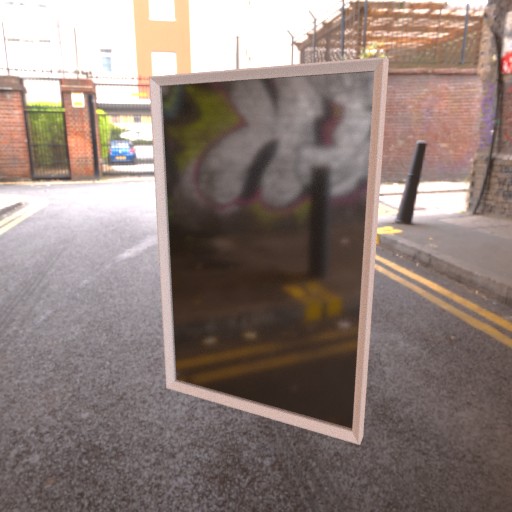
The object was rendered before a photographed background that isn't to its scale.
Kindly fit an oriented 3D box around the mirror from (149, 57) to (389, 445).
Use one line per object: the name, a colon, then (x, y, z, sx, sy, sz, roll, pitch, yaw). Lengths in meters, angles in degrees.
mirror: (0.000, 0.000, 1.163, 0.609, 0.915, 0.041, 7, 16, 26)
